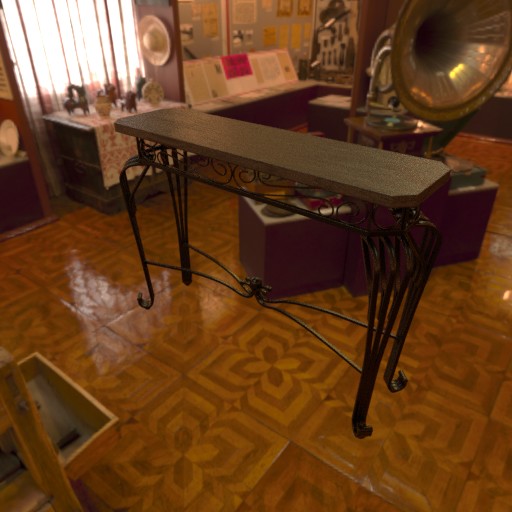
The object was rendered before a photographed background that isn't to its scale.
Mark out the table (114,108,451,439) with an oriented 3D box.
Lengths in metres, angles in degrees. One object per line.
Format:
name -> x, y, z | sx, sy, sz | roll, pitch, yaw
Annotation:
table -> 0.000, 0.000, 1.518 | 1.112, 0.800, 0.329 | 23, 37, 33
